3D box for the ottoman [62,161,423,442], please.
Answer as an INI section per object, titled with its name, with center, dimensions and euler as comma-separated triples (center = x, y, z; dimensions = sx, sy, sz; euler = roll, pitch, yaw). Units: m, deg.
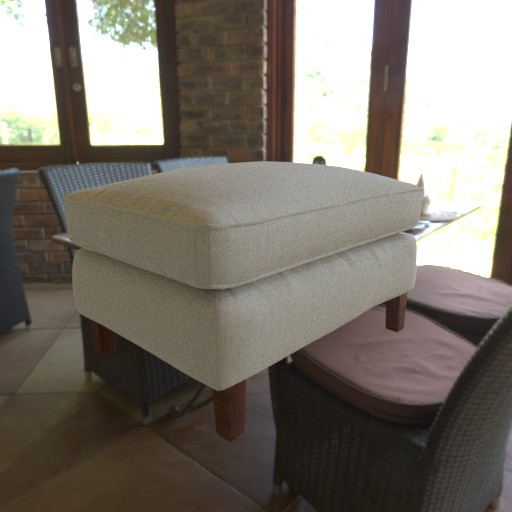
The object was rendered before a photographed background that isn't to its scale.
[ottoman]
center = 0.000, 0.000, 0.983
dimensions = 0.501, 0.406, 0.665
euler = 14, 21, 42
